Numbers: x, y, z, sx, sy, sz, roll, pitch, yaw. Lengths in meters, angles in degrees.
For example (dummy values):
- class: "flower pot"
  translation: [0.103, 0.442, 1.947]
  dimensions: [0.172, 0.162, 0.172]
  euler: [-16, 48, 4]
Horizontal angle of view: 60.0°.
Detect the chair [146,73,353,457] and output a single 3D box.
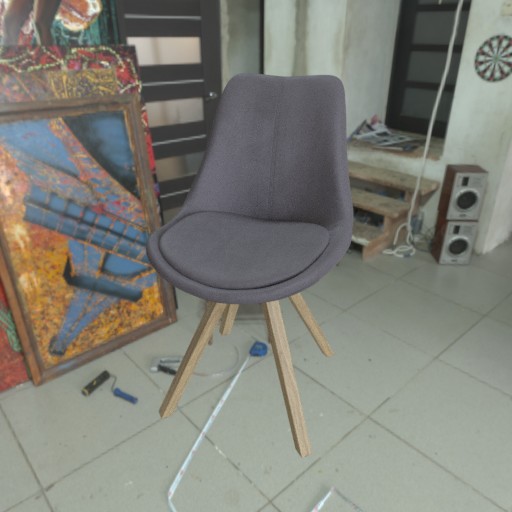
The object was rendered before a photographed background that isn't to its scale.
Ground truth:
- class: "chair"
  translation: [0.000, 0.000, 1.179]
  dimensions: [0.483, 0.865, 0.547]
  euler: [9, 28, 17]
